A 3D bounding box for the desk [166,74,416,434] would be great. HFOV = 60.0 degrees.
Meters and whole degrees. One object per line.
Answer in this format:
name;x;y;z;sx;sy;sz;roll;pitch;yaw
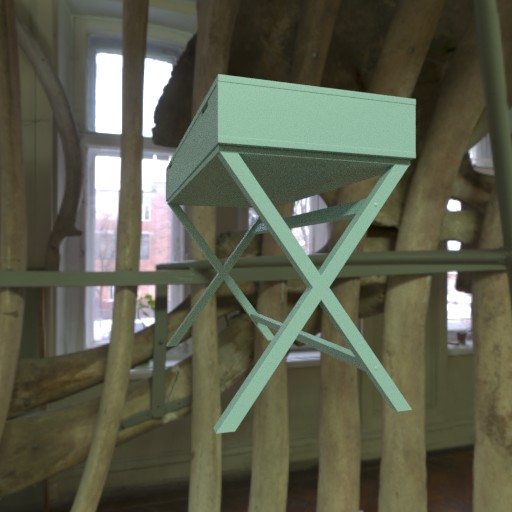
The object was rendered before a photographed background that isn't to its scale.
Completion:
desk;0.000;0.000;1.533;0.509;0.780;1.059;0;0;-17
